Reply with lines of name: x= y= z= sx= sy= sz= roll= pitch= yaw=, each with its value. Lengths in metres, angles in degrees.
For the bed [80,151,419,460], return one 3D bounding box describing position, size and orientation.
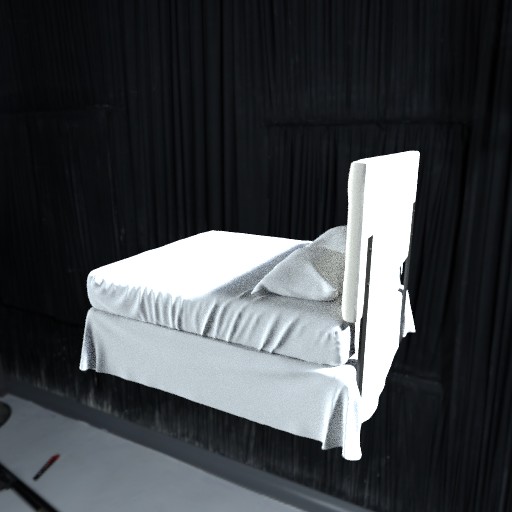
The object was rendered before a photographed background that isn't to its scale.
bed: x=0.000 y=0.000 z=3.447 sx=2.222 sy=1.577 sz=1.936 roll=8 pitch=17 yaw=27
